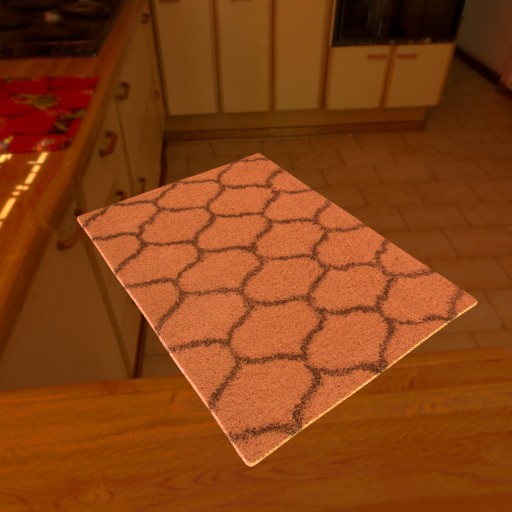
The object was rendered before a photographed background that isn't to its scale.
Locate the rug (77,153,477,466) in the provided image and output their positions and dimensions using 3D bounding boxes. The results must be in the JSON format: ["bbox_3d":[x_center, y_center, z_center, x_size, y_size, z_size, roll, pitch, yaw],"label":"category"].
[{"bbox_3d":[0.000,0.000,2.123,1.200,0.025,1.600,-25,47,-26],"label":"rug"}]
